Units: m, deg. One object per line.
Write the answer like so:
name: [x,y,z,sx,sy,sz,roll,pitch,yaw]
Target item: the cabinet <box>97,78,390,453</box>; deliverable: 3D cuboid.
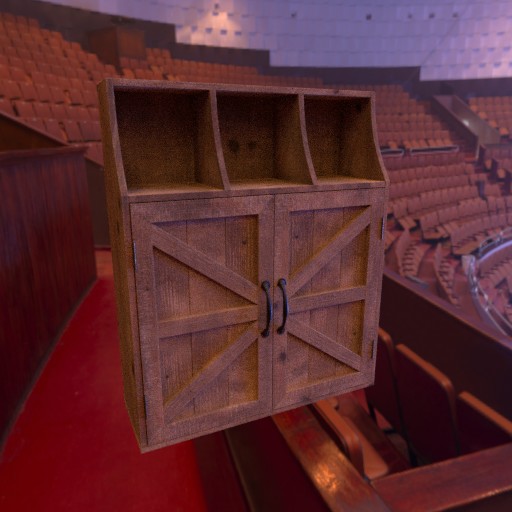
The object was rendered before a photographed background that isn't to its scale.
cabinet: [0.000,0.000,0.822,0.489,0.590,0.184,-7,17,-25]
